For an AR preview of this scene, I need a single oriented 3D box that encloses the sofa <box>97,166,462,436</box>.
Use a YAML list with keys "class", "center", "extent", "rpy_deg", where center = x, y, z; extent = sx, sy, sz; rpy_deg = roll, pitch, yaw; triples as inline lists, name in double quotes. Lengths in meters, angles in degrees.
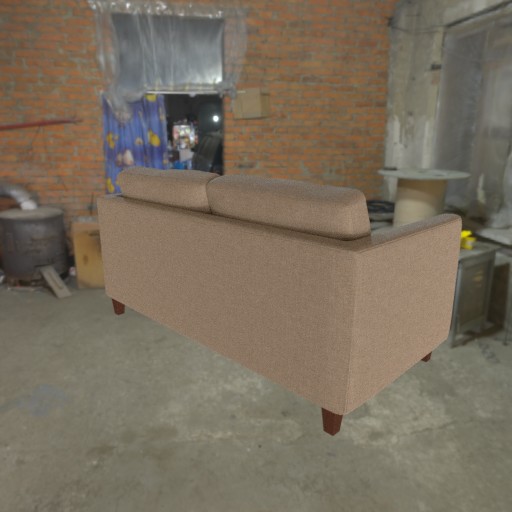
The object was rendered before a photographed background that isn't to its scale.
- class: "sofa"
  center: [0.000, 0.000, 2.469]
  extent: [1.884, 0.947, 0.951]
  rpy_deg: [15, 21, 43]
